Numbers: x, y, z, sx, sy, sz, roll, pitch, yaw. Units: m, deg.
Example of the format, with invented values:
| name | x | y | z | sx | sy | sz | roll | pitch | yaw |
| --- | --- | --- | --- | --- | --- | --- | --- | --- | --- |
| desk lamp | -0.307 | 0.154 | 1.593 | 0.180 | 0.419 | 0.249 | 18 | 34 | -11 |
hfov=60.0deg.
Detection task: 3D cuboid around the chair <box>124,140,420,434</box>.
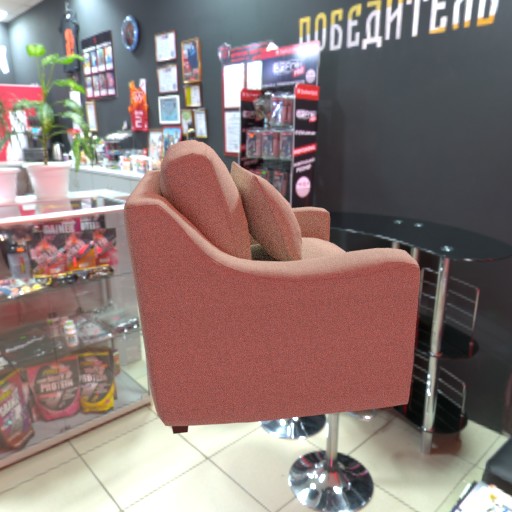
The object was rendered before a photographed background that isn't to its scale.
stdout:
| name | x | y | z | sx | sy | sz | roll | pitch | yaw |
| --- | --- | --- | --- | --- | --- | --- | --- | --- | --- |
| chair | 0.000 | 0.000 | 2.023 | 1.009 | 1.016 | 1.178 | -3 | 16 | -10 |
